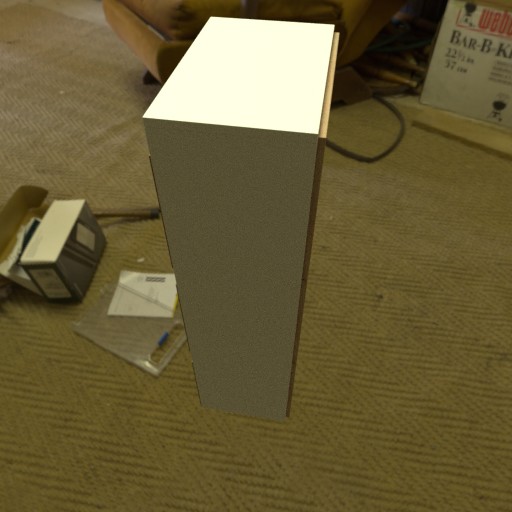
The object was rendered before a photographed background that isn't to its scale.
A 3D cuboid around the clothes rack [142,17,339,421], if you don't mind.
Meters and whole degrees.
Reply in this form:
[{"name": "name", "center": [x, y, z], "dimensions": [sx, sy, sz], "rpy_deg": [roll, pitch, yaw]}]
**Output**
[{"name": "clothes rack", "center": [0.000, 0.000, 1.368], "dimensions": [0.331, 1.187, 0.500], "rpy_deg": [7, 47, 7]}]
